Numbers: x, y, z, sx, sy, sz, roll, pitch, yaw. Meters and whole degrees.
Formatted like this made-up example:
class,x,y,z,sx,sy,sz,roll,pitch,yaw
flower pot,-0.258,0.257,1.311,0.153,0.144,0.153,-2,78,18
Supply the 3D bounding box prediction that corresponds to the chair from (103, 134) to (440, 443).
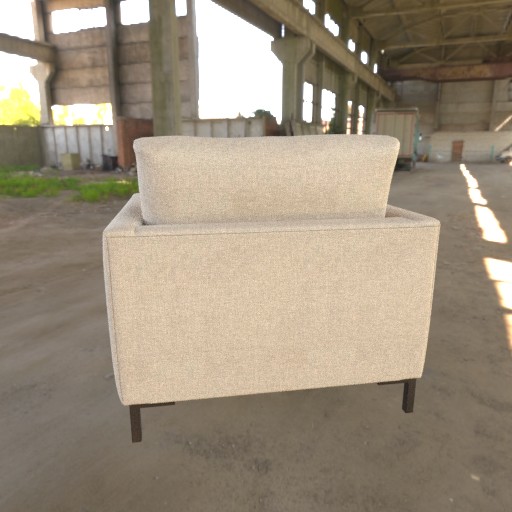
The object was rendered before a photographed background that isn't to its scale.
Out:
class,x,y,z,sx,sy,sz,roll,pitch,yaw
chair,0.000,0.000,1.641,0.963,0.861,0.866,-2,15,-9
